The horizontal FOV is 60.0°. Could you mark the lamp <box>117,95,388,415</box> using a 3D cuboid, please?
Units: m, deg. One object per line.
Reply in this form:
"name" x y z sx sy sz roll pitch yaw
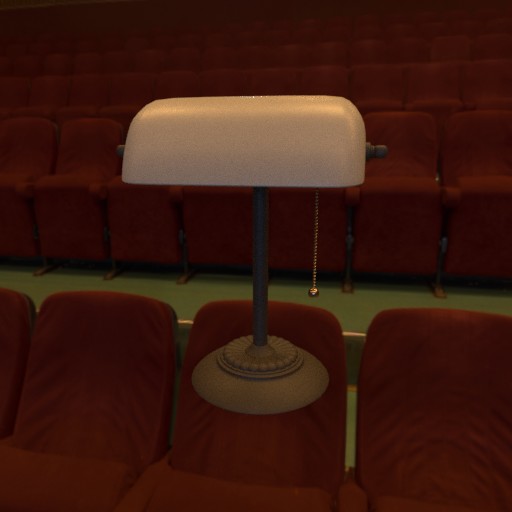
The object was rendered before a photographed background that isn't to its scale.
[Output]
"lamp" 0.000 0.000 0.511 0.264 0.339 0.243 3 15 10
